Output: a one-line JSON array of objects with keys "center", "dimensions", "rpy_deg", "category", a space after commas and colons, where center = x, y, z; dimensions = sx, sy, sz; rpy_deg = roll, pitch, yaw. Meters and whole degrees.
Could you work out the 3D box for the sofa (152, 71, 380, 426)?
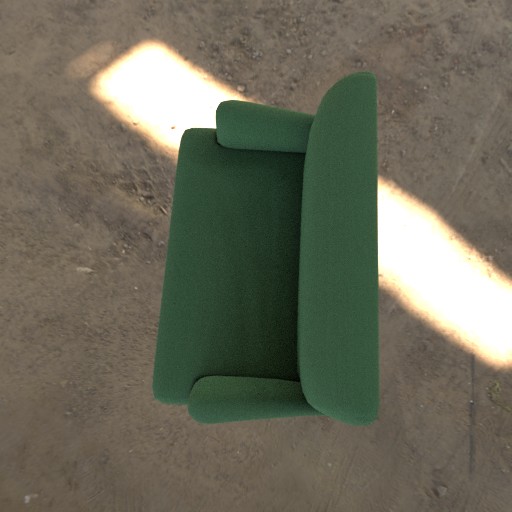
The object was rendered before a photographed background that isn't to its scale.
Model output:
[{"center": [0.000, 0.000, 1.823], "dimensions": [0.779, 0.889, 1.297], "rpy_deg": [3, 76, 1], "category": "sofa"}]
